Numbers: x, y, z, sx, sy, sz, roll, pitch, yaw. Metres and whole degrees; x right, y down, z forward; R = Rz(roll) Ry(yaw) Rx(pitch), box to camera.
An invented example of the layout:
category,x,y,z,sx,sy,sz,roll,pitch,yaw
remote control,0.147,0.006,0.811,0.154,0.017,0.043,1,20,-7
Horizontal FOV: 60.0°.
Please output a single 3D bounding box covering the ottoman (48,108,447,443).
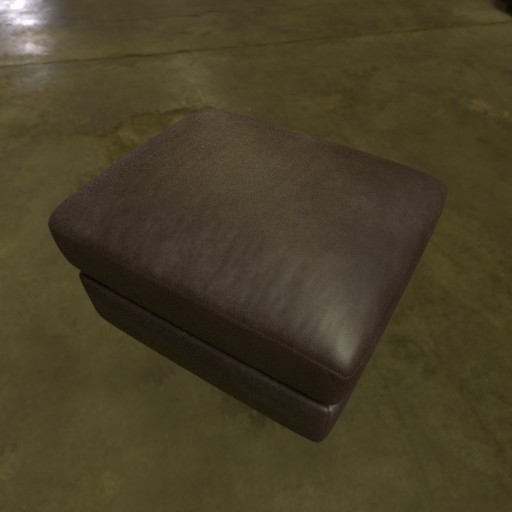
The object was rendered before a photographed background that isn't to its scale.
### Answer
category,x,y,z,sx,sy,sz,roll,pitch,yaw
ottoman,0.000,0.000,1.234,0.806,0.569,0.670,24,50,22
